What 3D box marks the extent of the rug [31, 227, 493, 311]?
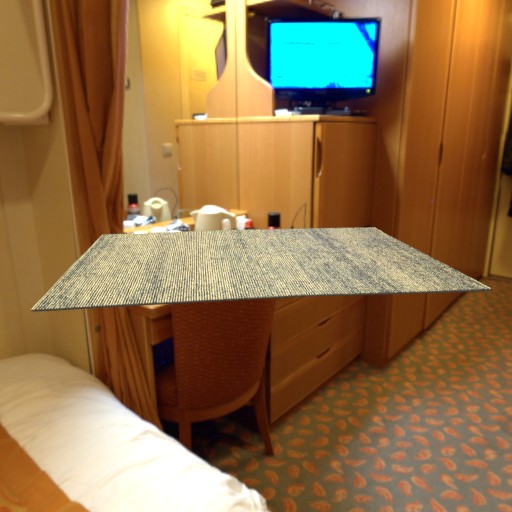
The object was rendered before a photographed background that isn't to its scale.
[{"bbox_3d":[0.000,0.000,2.998,2.349,0.030,1.624,-2,16,-7],"label":"rug"}]
